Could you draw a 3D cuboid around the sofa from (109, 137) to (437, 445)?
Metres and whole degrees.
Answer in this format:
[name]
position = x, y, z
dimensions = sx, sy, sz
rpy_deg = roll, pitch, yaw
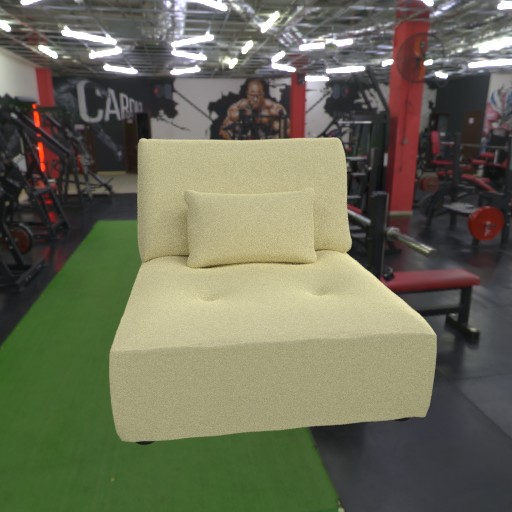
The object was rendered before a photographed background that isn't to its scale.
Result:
[sofa]
position = 0.000, 0.000, 1.648
dimensions = 0.930, 0.820, 1.000
rpy_deg = -2, 17, -7
